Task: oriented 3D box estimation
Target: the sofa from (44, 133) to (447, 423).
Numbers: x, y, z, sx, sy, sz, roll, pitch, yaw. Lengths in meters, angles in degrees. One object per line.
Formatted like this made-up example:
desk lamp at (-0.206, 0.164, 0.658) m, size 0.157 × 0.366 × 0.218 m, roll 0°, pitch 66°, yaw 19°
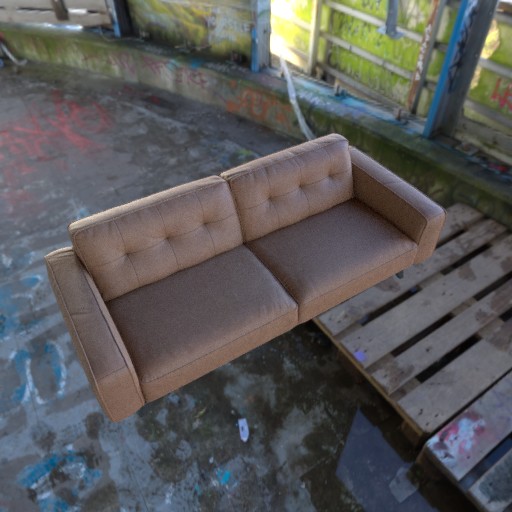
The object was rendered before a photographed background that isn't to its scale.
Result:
sofa at (0.000, 0.000, 2.739) m, size 2.270 × 0.780 × 0.953 m, roll -24°, pitch 49°, yaw -22°
